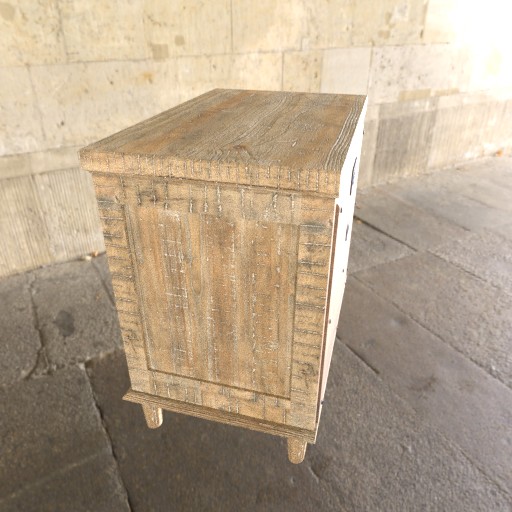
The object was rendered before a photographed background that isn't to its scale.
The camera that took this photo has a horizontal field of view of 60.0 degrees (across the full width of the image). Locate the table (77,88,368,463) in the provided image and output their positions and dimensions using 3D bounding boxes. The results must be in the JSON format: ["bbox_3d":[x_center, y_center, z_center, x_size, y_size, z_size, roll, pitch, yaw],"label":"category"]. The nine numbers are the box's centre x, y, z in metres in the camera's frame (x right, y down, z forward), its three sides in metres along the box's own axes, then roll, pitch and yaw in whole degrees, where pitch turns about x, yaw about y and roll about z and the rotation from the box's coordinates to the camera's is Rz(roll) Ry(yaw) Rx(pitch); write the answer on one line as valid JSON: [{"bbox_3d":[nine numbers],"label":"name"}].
[{"bbox_3d":[0.000,0.000,1.156,0.457,0.711,0.686,8,30,14],"label":"table"}]
